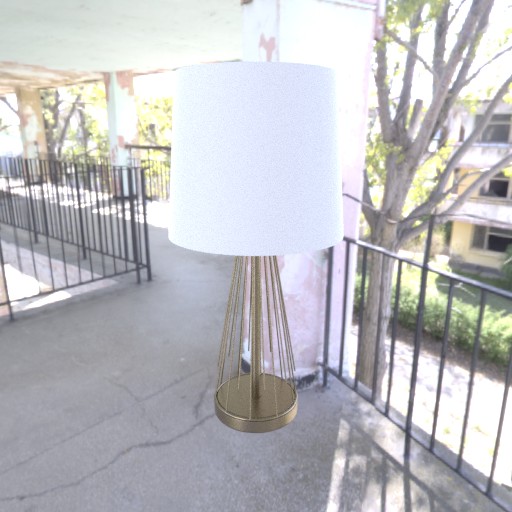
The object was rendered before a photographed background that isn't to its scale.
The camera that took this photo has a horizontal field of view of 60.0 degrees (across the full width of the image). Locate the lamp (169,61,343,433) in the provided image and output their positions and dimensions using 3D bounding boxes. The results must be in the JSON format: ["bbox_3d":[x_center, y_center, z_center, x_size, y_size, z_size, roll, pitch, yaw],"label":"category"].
[{"bbox_3d":[0.000,0.000,0.793,0.303,0.618,0.303,0,15,0],"label":"lamp"}]
